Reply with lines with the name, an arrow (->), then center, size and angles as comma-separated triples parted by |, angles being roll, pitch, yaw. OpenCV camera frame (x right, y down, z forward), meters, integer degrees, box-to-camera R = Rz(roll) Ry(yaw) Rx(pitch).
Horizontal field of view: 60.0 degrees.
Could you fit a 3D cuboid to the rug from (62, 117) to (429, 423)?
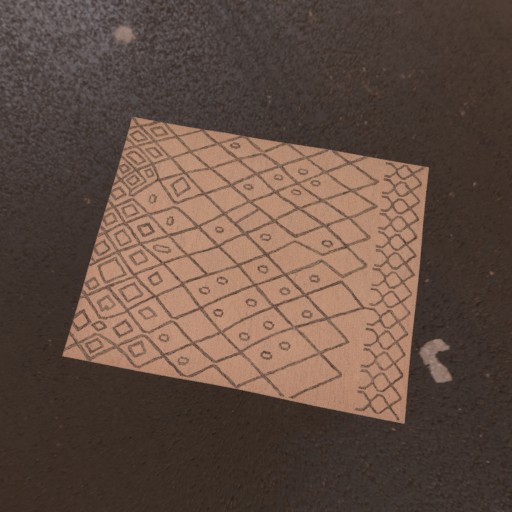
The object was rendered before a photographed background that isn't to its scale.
rug -> 0.000, 0.000, 4.173 | 3.046, 0.015, 2.446 | 10, 75, 3
